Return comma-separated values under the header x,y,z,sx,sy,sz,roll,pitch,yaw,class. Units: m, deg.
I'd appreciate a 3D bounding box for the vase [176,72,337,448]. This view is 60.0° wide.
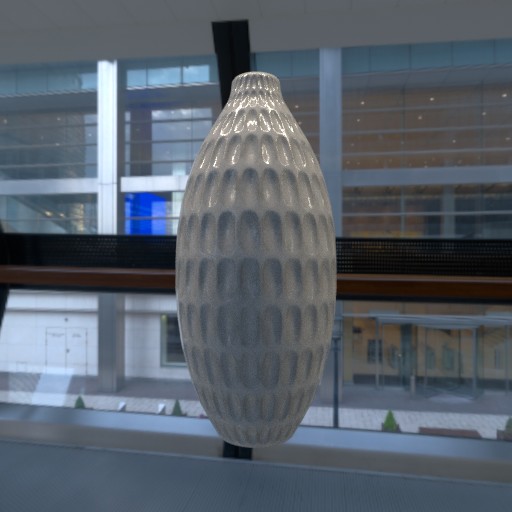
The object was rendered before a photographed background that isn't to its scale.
x,y,z,sx,sy,sz,roll,pitch,yaw,class
0.000,0.000,0.355,0.127,0.282,0.127,0,0,0,vase
